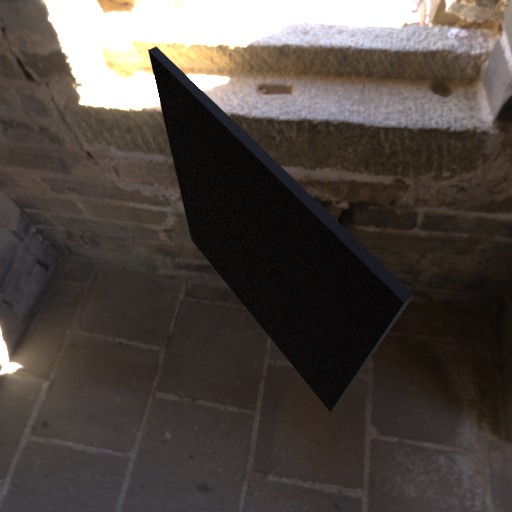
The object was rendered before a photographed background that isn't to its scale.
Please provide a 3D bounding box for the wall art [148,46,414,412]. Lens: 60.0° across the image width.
[{"bbox_3d":[0.000,0.000,0.686,0.013,0.458,0.456,-33,64,-18],"label":"wall art"}]
